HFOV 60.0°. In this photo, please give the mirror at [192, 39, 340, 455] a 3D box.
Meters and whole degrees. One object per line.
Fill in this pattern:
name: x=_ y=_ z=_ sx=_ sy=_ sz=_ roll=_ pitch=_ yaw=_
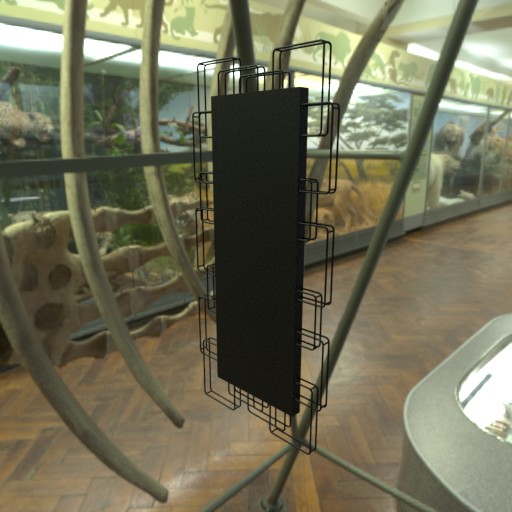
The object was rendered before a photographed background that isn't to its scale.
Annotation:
mirror: x=0.000 y=0.000 z=1.409 sx=0.565 sy=1.192 sz=0.037 roll=13 pitch=19 yaw=42
